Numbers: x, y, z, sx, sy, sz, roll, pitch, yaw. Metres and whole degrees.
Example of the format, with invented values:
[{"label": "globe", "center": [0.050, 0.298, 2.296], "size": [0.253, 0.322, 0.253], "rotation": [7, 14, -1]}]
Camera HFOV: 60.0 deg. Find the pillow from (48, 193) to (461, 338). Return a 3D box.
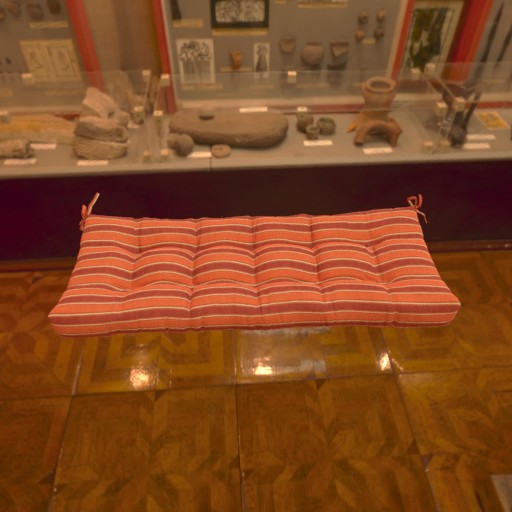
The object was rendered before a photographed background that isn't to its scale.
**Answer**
[{"label": "pillow", "center": [0.000, 0.000, 1.382], "size": [1.194, 0.174, 0.511], "rotation": [-2, 46, -1]}]
